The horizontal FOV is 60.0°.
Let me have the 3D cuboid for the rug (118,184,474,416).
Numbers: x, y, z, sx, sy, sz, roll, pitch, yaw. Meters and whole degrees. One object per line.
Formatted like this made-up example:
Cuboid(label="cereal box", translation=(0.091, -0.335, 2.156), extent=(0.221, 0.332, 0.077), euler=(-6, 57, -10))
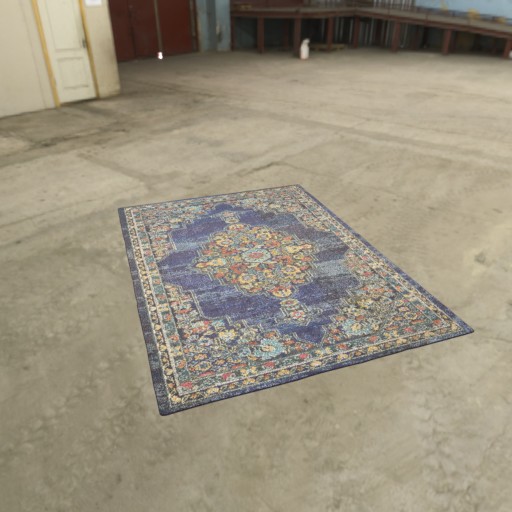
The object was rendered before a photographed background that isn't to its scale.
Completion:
Cuboid(label="rug", translation=(0.000, 0.000, 2.964), extent=(1.630, 0.009, 2.232), euler=(-10, 32, -17))
